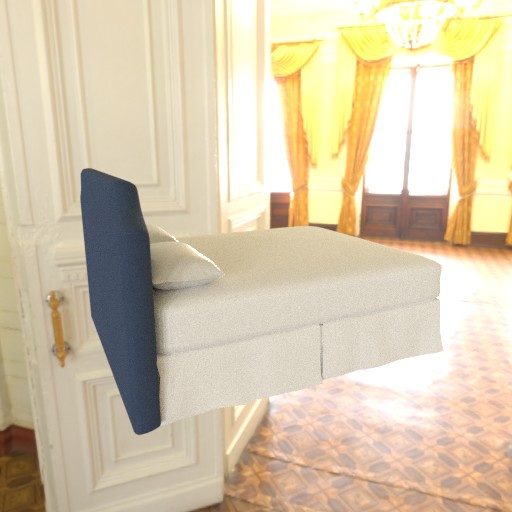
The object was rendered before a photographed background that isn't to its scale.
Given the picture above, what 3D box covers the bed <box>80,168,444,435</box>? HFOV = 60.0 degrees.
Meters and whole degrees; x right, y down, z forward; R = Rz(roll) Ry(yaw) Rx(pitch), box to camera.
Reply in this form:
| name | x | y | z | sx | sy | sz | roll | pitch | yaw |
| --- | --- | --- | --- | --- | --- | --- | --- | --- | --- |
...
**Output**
| name | x | y | z | sx | sy | sz | roll | pitch | yaw |
| --- | --- | --- | --- | --- | --- | --- | --- | --- | --- |
| bed | 0.000 | 0.000 | 3.355 | 2.260 | 1.297 | 1.831 | -7 | 16 | -26 |
